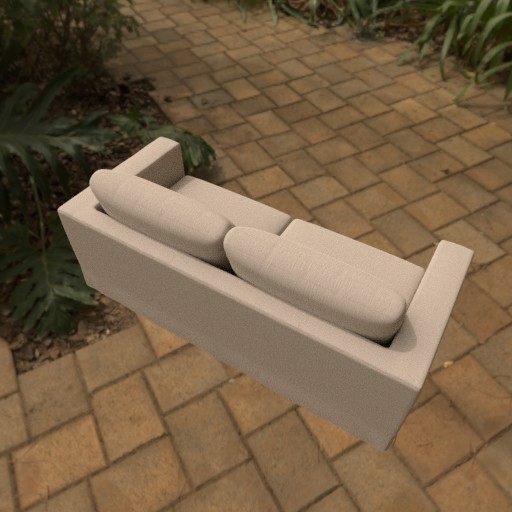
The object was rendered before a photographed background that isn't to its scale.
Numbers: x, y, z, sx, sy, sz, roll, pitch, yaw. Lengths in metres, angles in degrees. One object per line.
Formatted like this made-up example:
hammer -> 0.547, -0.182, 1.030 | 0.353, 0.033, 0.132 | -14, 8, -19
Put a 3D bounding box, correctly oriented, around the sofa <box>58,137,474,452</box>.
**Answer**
sofa -> 0.000, 0.000, 2.586 | 2.163, 0.881, 0.954 | 24, 51, 21
